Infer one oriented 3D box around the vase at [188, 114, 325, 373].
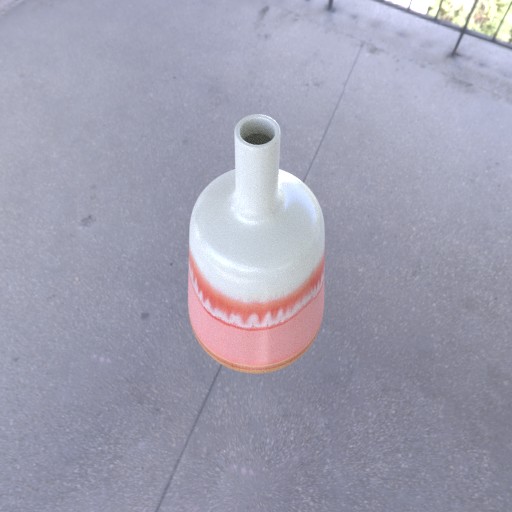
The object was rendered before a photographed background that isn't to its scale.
[{"bbox_3d":[0.000,0.000,0.381,0.144,0.296,0.144,0,62,0],"label":"vase"}]
